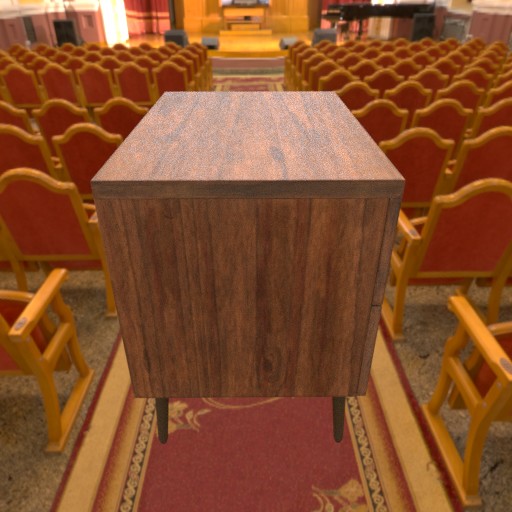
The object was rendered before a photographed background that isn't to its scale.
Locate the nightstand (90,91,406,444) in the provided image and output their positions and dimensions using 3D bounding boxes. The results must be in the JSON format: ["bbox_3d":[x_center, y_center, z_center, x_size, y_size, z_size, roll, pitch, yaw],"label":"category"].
[{"bbox_3d":[0.000,0.000,1.025,0.458,0.610,0.610,0,31,0],"label":"nightstand"}]
